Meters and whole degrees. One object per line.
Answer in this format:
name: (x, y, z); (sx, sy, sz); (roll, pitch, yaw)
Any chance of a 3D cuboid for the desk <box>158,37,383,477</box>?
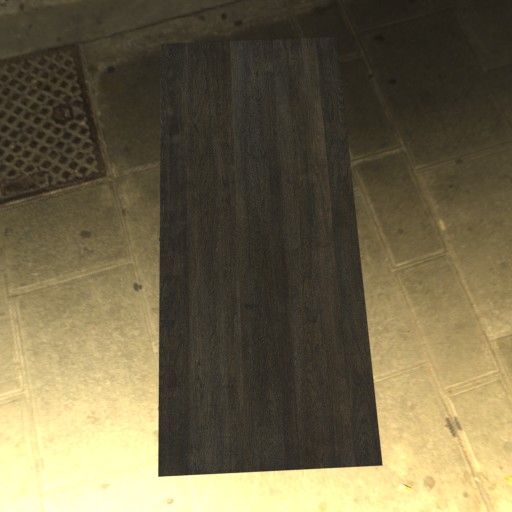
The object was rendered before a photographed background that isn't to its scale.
desk: (0.000, 0.000, 1.972); (0.730, 0.780, 1.600); (-3, 76, -1)
